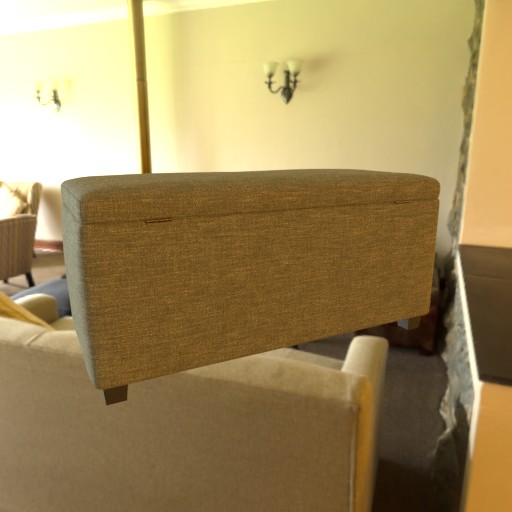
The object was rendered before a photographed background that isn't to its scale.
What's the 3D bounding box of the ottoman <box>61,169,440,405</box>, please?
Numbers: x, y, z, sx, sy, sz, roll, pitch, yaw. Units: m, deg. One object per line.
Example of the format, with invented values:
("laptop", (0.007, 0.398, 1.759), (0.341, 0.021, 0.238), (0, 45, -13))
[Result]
("ottoman", (0.000, 0.000, 1.157), (0.902, 0.432, 0.419), (-7, 16, -26))
